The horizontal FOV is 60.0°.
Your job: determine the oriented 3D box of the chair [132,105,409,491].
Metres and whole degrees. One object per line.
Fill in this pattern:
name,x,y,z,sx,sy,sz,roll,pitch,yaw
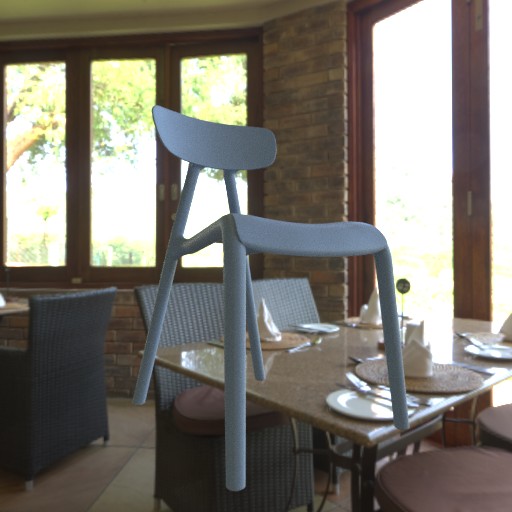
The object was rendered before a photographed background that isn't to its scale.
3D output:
chair,0.000,0.000,0.802,0.356,0.580,0.401,0,0,-36
